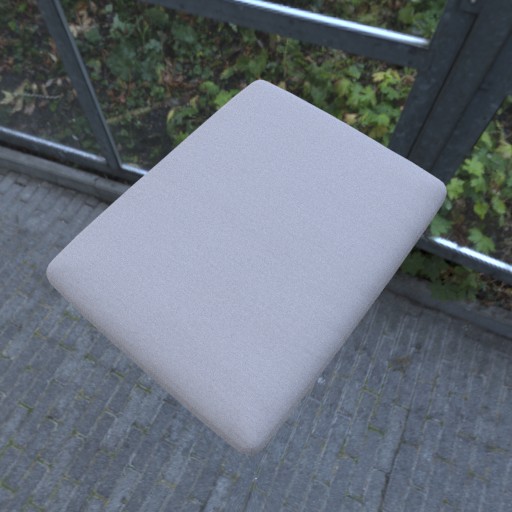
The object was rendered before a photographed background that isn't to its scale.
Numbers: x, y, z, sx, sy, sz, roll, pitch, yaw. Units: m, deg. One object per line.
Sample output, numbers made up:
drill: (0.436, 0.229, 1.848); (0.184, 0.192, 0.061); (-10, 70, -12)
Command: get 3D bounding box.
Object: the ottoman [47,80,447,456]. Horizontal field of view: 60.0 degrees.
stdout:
ottoman: (0.000, 0.000, 1.130); (0.606, 0.420, 0.771); (36, 69, 16)
